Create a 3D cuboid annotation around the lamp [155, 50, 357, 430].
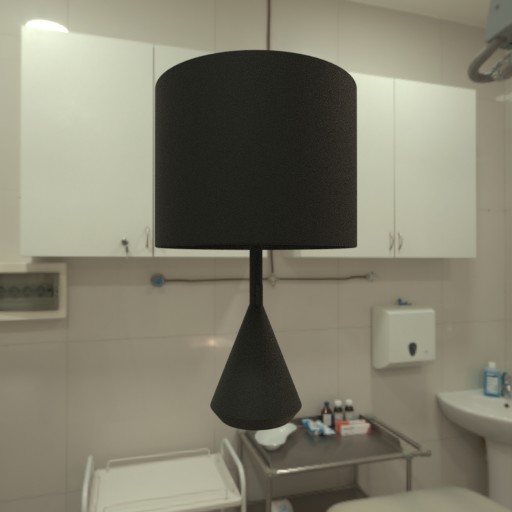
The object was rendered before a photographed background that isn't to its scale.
[{"bbox_3d":[0.000,0.000,0.805,0.359,0.584,0.359,0,0,-17],"label":"lamp"}]
